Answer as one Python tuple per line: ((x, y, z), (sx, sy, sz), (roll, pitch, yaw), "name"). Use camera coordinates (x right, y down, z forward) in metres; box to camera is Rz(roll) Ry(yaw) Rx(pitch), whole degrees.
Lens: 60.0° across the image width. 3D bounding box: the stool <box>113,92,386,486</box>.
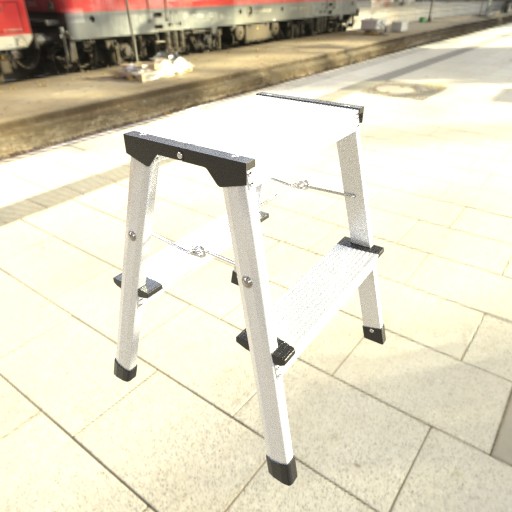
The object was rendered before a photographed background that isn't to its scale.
((0.000, 0.000, 0.784), (0.405, 0.480, 0.404), (20, 37, 29), "stool")
